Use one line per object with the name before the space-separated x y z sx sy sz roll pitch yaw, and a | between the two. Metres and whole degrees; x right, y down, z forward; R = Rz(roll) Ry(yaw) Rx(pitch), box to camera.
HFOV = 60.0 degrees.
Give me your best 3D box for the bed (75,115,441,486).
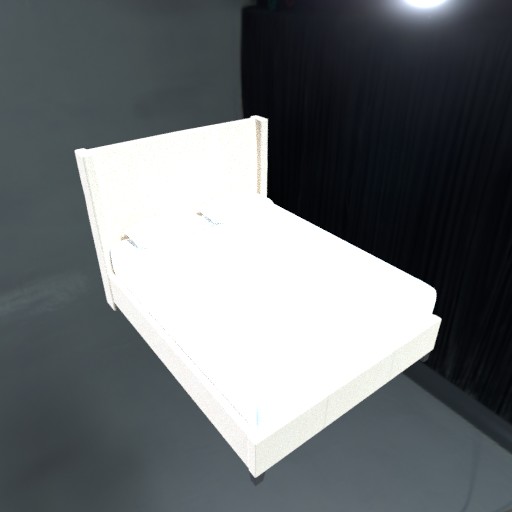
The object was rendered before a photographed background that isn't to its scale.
bed | 0.000 0.000 3.478 1.778 1.471 2.293 -22 37 -31
